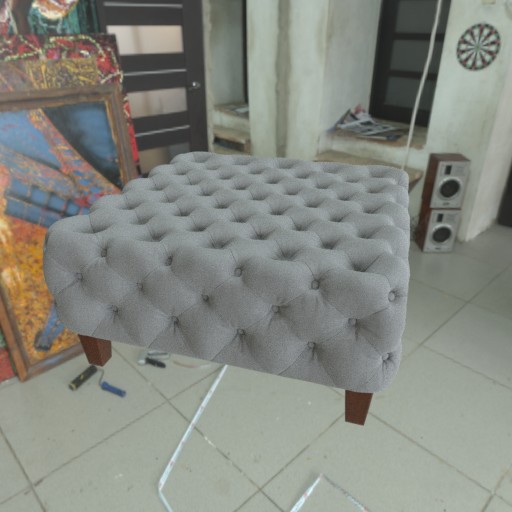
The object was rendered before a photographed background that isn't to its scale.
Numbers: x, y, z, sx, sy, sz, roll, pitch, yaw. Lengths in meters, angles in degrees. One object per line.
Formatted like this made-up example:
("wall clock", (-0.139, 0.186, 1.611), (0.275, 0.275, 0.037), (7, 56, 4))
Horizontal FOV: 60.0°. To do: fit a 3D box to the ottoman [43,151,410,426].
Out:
("ottoman", (0.000, 0.000, 1.423), (0.911, 0.439, 0.917), (8, 28, 15))
